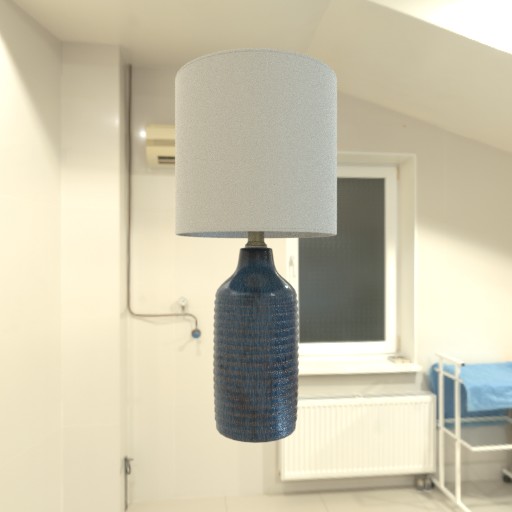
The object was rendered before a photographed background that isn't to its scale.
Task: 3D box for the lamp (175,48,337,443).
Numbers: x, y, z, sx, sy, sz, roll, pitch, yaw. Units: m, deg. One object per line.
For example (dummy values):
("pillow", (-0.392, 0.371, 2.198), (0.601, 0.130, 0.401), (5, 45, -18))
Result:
("lamp", (0.000, 0.000, 0.615), (0.220, 0.475, 0.220), (0, 0, 0))
